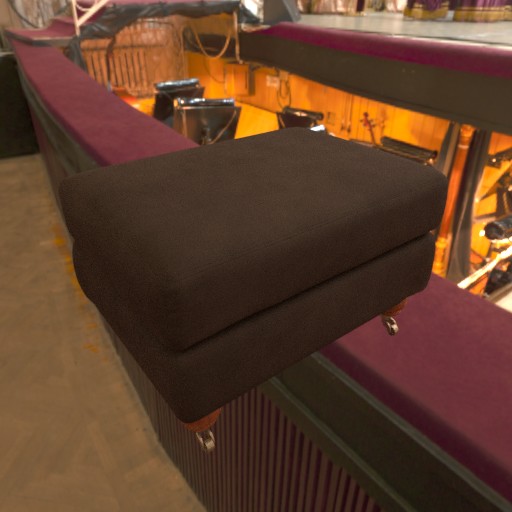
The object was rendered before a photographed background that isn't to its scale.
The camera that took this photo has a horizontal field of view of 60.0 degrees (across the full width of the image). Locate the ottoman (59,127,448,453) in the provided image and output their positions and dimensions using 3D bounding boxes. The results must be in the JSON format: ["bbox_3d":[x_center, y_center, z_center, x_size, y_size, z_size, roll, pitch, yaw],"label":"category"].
[{"bbox_3d":[0.000,0.000,1.132,0.773,0.497,0.574,-21,37,-31],"label":"ottoman"}]
